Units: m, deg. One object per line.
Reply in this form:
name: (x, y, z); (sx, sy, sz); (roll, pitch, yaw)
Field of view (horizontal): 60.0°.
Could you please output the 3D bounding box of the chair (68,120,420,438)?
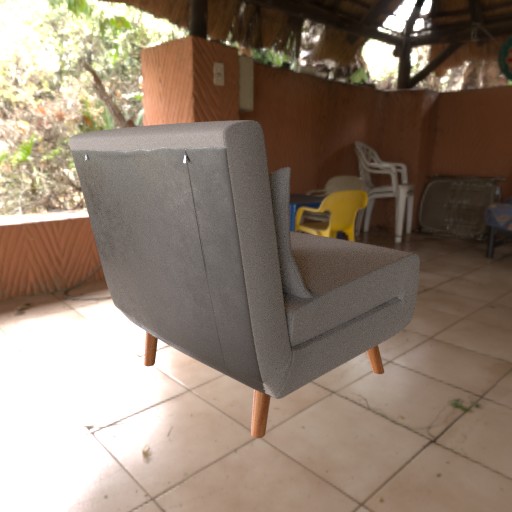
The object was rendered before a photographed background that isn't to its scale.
chair: (0.000, 0.000, 1.475); (0.902, 0.808, 0.770); (-12, 18, -42)
